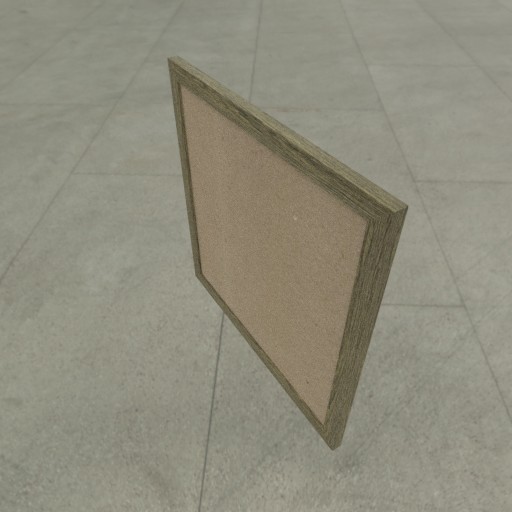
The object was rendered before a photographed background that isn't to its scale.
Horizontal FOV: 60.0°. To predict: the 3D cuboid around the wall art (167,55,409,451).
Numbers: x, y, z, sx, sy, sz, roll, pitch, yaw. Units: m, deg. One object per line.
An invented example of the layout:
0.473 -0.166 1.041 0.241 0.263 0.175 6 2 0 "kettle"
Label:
0.000 0.000 0.749 0.019 0.508 0.508 -24 47 -24 "wall art"
